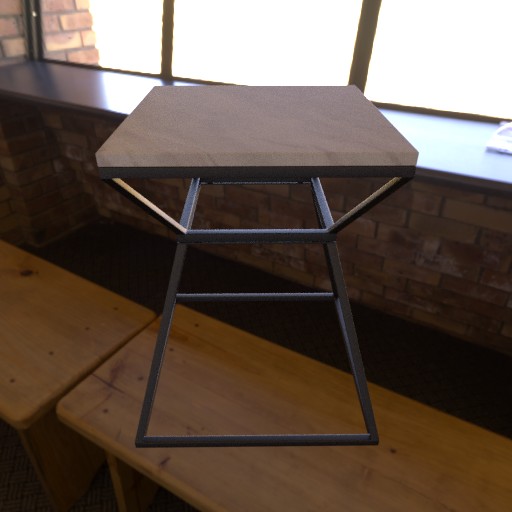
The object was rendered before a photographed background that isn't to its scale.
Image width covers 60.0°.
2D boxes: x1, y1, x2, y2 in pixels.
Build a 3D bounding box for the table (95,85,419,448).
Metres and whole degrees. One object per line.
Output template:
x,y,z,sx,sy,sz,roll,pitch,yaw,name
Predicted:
0.000,0.000,0.872,0.455,0.559,0.455,0,32,-1,table
